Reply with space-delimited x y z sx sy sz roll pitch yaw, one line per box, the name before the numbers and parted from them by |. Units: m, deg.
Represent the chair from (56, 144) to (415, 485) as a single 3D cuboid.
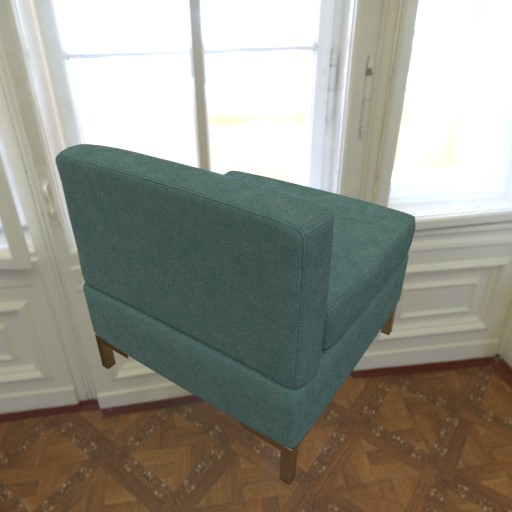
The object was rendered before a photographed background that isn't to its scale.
chair | 0.000 0.000 1.221 0.684 0.660 0.685 20 36 29
